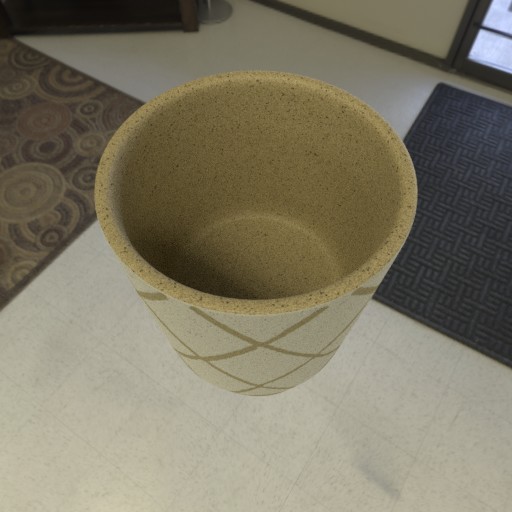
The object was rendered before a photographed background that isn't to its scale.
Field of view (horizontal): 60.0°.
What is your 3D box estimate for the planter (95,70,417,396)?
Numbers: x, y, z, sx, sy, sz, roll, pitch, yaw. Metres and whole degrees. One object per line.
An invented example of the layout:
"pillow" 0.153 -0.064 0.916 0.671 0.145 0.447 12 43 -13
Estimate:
"planter" 0.000 0.000 0.415 0.228 0.235 0.228 0 58 0
